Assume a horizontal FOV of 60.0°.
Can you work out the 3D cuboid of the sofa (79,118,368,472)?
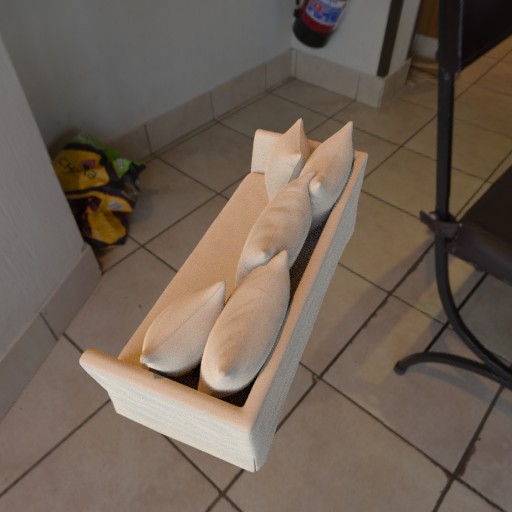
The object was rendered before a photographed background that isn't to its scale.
[{"bbox_3d":[0.000,0.000,3.138,1.046,1.047,2.499,17,49,15],"label":"sofa"}]
